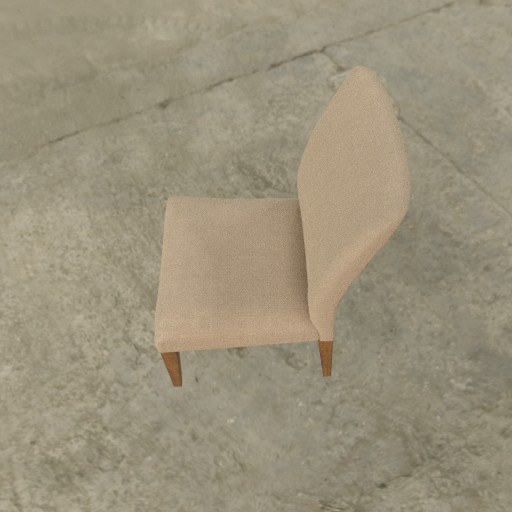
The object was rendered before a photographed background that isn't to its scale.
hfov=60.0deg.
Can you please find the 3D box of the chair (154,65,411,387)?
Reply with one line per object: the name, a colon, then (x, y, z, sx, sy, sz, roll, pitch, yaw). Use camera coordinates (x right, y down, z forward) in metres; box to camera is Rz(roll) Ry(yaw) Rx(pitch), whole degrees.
chair: (0.000, 0.000, 1.273, 0.585, 0.940, 0.496, -1, 60, -1)
